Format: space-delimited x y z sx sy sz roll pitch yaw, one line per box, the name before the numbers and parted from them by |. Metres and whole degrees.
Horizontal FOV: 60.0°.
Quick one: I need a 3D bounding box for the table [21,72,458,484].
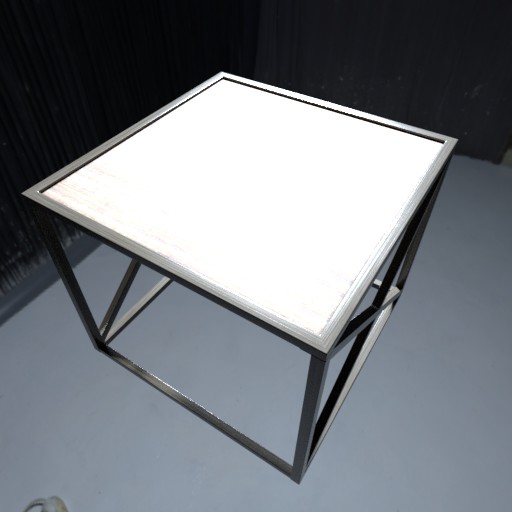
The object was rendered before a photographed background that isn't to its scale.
table | 0.000 0.000 1.039 0.609 0.507 0.611 25 51 22
